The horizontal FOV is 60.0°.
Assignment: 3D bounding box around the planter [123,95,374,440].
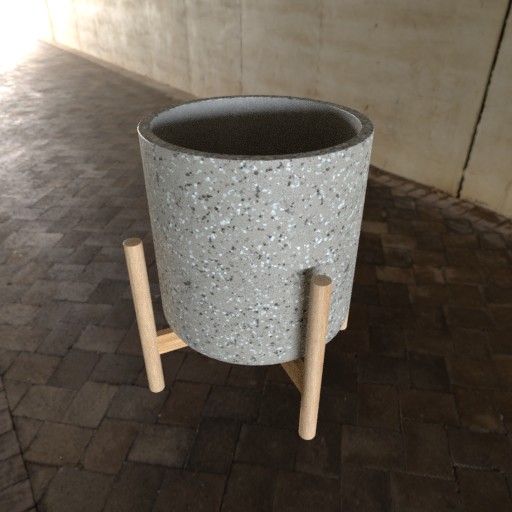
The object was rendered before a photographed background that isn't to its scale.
[{"bbox_3d":[0.000,0.000,0.692,0.360,0.419,0.360,-1,32,-2],"label":"planter"}]
